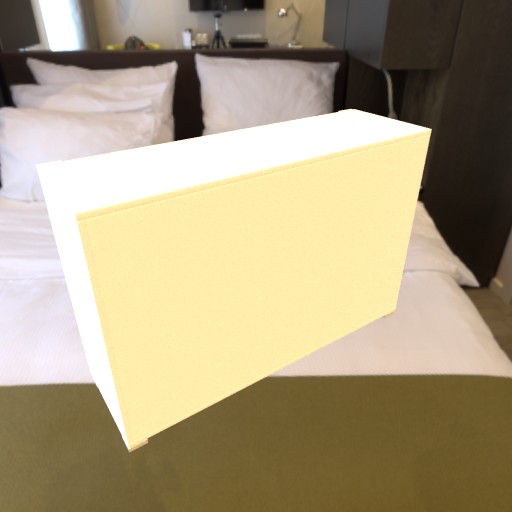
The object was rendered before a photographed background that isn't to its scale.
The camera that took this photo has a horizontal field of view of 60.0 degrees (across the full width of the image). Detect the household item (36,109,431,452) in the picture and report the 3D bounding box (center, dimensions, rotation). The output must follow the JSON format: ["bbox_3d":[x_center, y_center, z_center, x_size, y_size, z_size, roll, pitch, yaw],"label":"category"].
[{"bbox_3d":[0.000,0.000,1.706,1.300,0.867,0.420,-19,36,-29],"label":"household item"}]
